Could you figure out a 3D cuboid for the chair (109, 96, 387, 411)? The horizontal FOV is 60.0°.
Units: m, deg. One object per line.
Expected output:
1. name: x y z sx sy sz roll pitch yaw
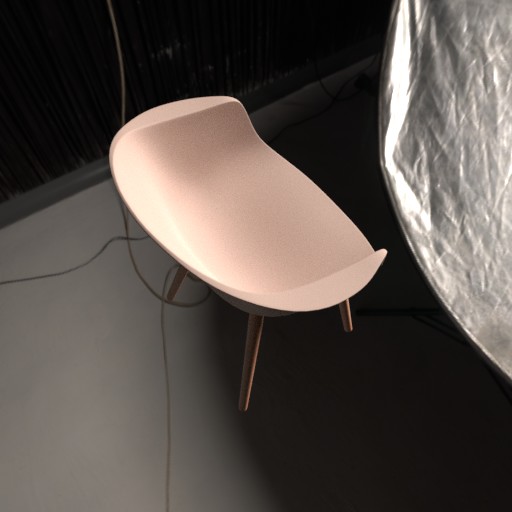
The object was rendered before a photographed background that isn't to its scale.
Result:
1. chair: 0.000 0.000 1.128 0.504 0.781 0.593 -31 64 -17
